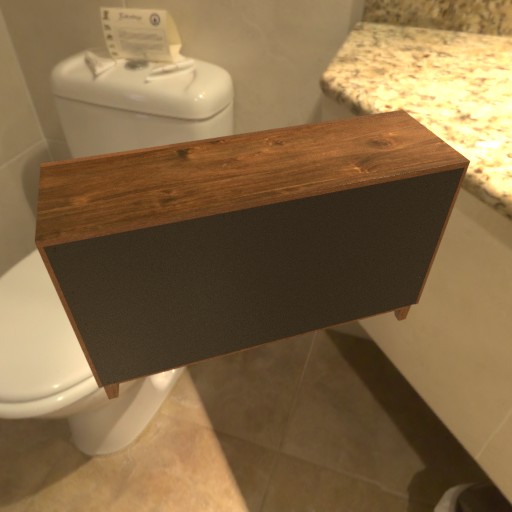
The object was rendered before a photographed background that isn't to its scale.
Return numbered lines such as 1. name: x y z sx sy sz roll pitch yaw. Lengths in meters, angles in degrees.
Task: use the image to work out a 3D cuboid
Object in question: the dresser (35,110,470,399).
1. dresser: 0.000 0.000 1.806 1.400 0.873 0.446 -12 44 -13
